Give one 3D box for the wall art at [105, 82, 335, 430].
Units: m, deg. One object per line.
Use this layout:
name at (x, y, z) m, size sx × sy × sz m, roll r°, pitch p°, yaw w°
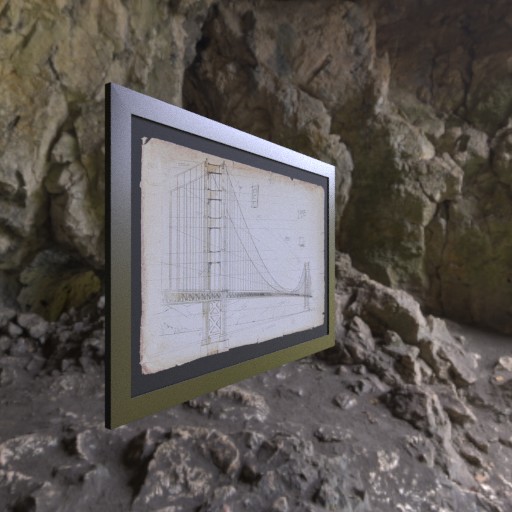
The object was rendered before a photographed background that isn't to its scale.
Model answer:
wall art at (0.000, 0.000, 0.841) m, size 0.013 × 0.447 × 0.660 m, roll 0°, pitch 0°, yaw 36°
